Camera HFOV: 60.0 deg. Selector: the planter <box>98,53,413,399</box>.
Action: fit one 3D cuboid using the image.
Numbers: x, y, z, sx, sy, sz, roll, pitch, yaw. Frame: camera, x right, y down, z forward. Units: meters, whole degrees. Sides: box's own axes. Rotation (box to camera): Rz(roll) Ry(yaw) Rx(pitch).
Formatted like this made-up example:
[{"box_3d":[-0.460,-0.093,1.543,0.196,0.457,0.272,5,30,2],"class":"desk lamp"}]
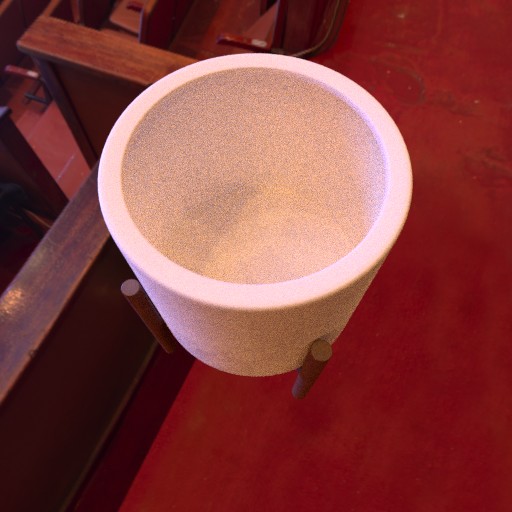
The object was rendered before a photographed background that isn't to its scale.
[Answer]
[{"box_3d":[0.000,0.000,0.853,0.420,0.581,0.421,19,66,9],"class":"planter"}]
